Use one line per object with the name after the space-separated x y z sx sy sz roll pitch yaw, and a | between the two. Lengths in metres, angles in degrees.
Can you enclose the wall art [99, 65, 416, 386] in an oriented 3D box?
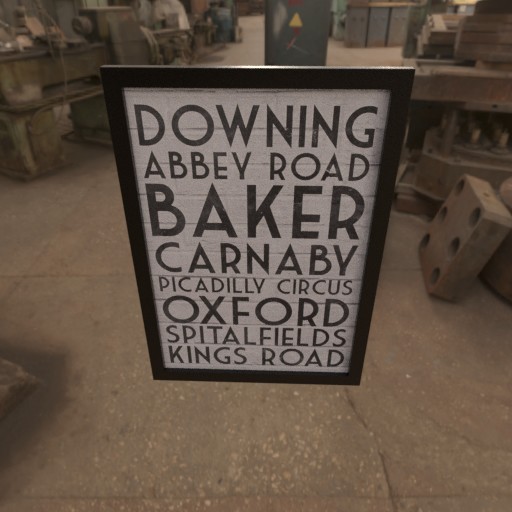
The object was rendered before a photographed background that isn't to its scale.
0.000 0.000 0.827 0.462 0.656 0.019 1 32 2 | wall art
